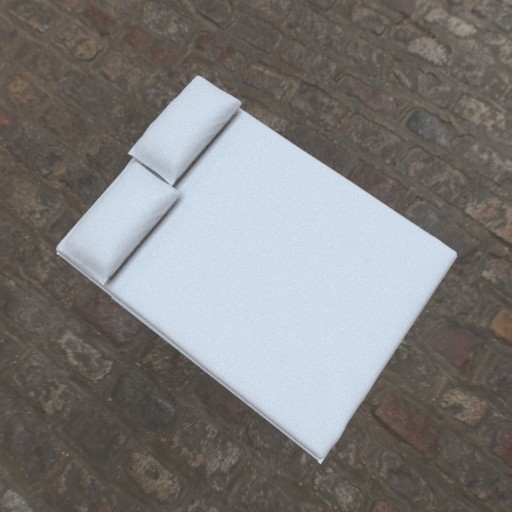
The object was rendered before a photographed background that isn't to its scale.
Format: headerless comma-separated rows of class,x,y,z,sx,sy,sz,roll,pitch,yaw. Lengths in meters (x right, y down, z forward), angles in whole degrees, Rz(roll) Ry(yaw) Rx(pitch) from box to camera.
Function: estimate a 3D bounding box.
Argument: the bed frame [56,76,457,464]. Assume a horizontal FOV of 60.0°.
bed frame,0.000,0.000,2.678,1.950,0.629,1.450,36,79,8
